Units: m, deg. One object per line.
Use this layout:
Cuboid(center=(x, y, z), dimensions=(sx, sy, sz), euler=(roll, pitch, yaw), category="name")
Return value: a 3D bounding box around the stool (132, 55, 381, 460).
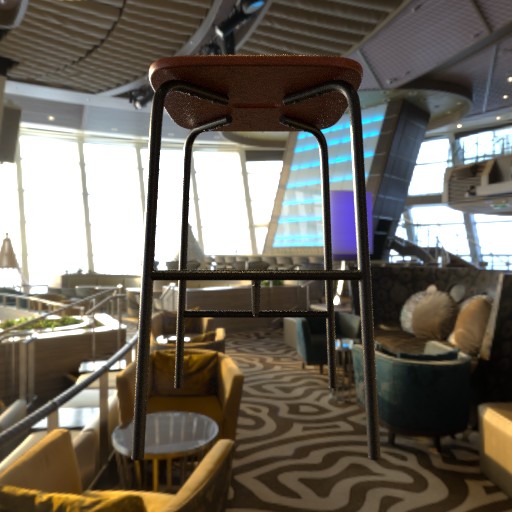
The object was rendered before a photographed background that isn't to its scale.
Cuboid(center=(0.000, 0.000, 0.848), dimensions=(0.376, 0.610, 0.376), euler=(0, 0, 0), category="stool")
